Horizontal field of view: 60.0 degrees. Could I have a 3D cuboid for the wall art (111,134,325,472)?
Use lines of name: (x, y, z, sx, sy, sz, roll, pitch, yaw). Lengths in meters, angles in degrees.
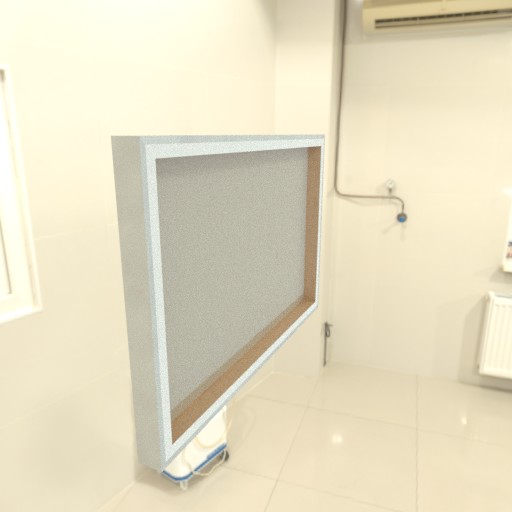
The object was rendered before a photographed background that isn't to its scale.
wall art: (0.000, 0.000, 0.772, 0.038, 0.407, 0.609, 7, 17, 25)
